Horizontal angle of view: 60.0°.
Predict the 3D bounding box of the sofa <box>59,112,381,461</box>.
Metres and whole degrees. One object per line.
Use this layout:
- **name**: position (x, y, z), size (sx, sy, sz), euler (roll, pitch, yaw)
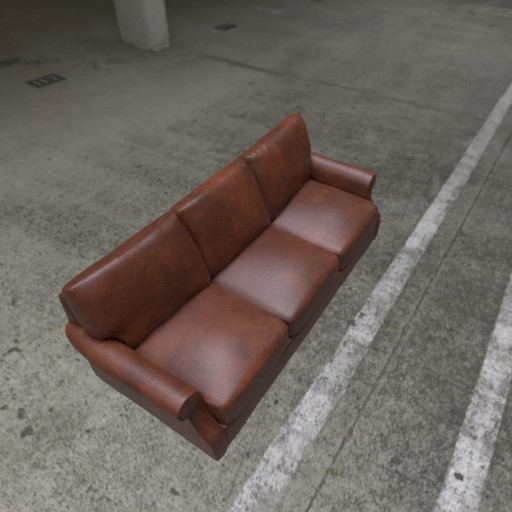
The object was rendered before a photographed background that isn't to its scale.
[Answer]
- **sofa**: position (0.000, 0.000, 2.888), size (0.973, 0.977, 2.351), euler (24, 48, 24)
